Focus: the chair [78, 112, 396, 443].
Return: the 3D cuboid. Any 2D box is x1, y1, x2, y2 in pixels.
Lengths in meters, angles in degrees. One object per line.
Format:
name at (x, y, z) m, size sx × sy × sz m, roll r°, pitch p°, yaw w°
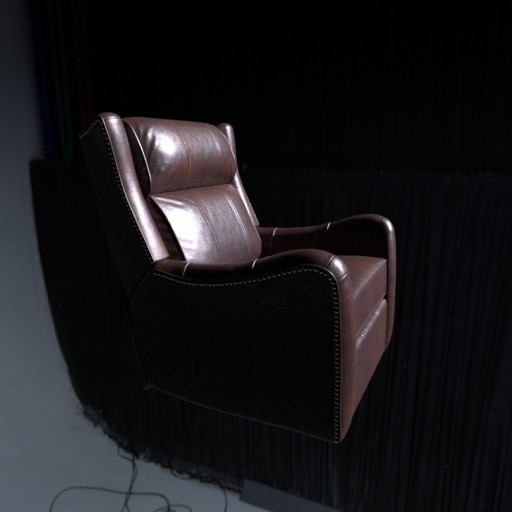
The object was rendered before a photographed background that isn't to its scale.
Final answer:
chair at (0.000, 0.000, 1.797) m, size 1.008 × 1.084 × 0.869 m, roll 7°, pitch 15°, yaw 26°
